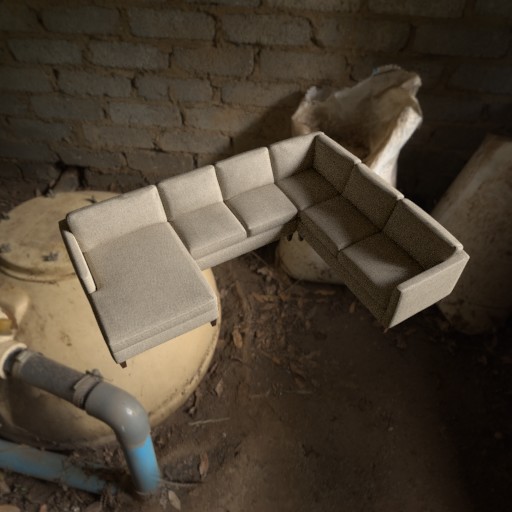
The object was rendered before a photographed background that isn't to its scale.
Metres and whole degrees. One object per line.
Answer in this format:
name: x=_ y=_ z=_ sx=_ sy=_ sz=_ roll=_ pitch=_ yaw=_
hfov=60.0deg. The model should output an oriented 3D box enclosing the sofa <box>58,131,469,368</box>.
sofa: x=0.000 y=0.000 z=4.725 sx=3.460 sy=0.959 sz=2.593 roll=-23 pitch=51 yaw=-20
